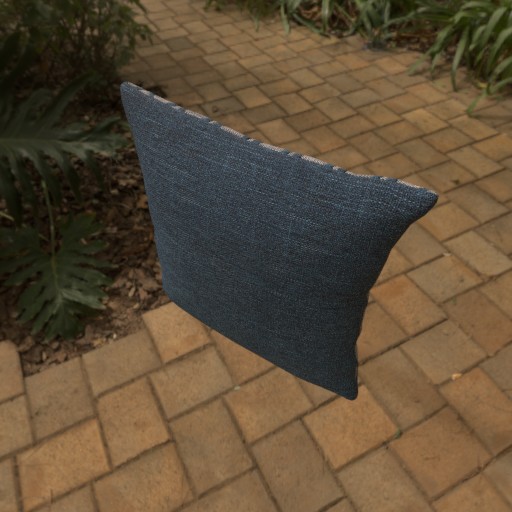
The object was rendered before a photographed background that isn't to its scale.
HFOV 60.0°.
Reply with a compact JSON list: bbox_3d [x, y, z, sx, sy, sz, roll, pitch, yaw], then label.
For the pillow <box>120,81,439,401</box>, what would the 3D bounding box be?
[{"bbox_3d":[0.000,0.000,0.668,0.435,0.435,0.159,25,50,23],"label":"pillow"}]
